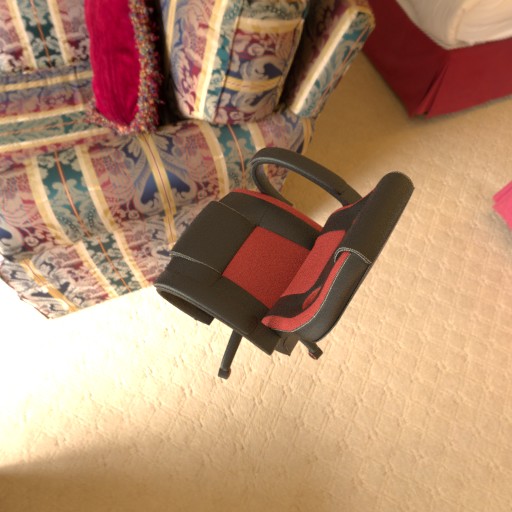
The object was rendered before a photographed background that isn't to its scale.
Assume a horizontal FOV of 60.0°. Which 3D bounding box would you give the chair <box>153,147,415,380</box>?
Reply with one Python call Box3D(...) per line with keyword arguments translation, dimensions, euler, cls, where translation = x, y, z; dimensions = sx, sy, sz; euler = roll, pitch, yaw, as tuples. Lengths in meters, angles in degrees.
Box3D(translation=(0.000, 0.000, 1.664), dimensions=(0.783, 1.189, 0.750), euler=(29, 67, 14), cls="chair")
